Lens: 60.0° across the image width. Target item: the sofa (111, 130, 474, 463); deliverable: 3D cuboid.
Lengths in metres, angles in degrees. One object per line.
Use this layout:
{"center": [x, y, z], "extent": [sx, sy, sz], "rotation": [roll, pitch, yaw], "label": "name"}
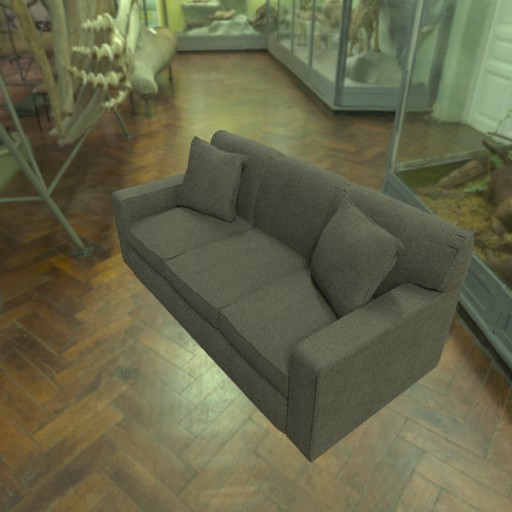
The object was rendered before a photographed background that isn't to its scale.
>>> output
{"center": [0.000, 0.000, 2.609], "extent": [0.997, 0.958, 2.024], "rotation": [-22, 39, -31], "label": "sofa"}
